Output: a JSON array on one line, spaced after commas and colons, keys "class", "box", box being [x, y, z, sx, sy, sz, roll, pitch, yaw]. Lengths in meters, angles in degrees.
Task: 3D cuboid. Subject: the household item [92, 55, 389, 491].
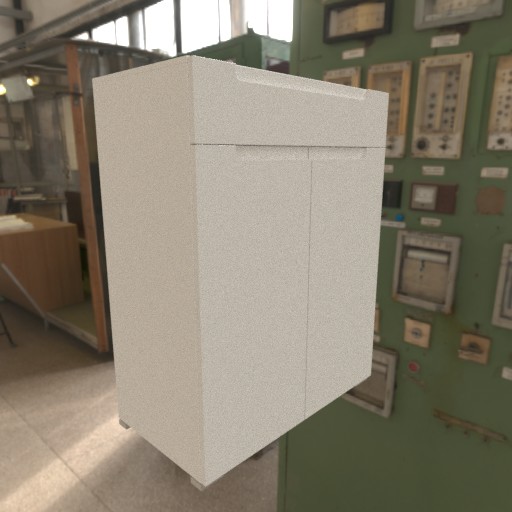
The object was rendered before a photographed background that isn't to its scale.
[{"class": "household item", "box": [0.000, 0.000, 1.399, 0.420, 1.010, 0.790, 12, 18, 43]}]
